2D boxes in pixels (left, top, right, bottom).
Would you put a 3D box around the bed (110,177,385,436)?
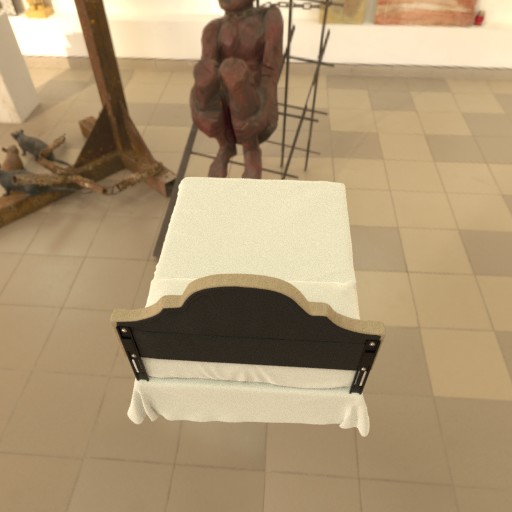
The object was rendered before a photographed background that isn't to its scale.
[{"bbox_3d":[0.000,0.000,3.494,1.780,1.634,2.222,3,47,3],"label":"bed"}]
